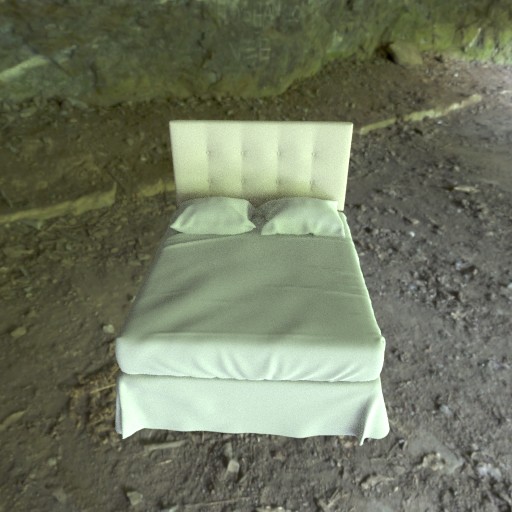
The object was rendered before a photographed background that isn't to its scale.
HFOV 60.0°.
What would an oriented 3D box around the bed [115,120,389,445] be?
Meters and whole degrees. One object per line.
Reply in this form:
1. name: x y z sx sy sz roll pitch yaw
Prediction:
1. bed: 0.000 0.000 3.466 1.936 1.577 2.222 1 31 2
